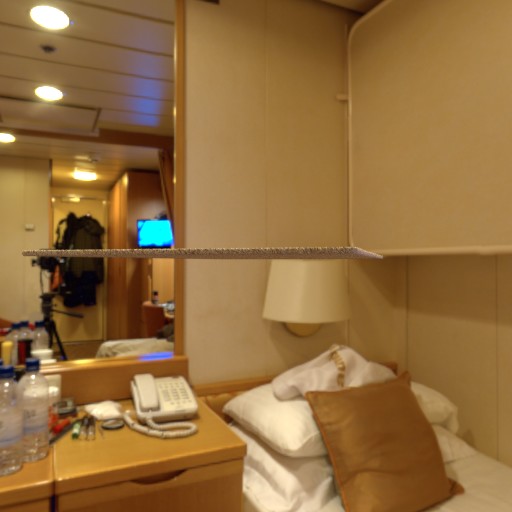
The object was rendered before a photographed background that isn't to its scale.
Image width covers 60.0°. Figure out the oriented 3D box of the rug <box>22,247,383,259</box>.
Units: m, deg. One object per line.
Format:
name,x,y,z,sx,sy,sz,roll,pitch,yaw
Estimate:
rug,0.000,0.000,2.879,1.500,0.025,2.349,0,-1,18
